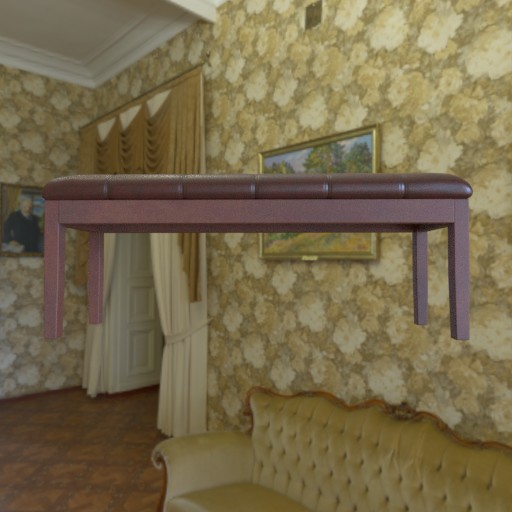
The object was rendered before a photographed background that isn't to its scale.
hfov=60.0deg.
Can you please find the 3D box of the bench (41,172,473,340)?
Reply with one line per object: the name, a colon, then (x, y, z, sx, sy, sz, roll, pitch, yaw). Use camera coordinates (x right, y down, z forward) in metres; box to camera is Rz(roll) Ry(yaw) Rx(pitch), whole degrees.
bench: (0.000, 0.000, 1.465, 1.259, 0.491, 0.401, 0, -1, 1)
